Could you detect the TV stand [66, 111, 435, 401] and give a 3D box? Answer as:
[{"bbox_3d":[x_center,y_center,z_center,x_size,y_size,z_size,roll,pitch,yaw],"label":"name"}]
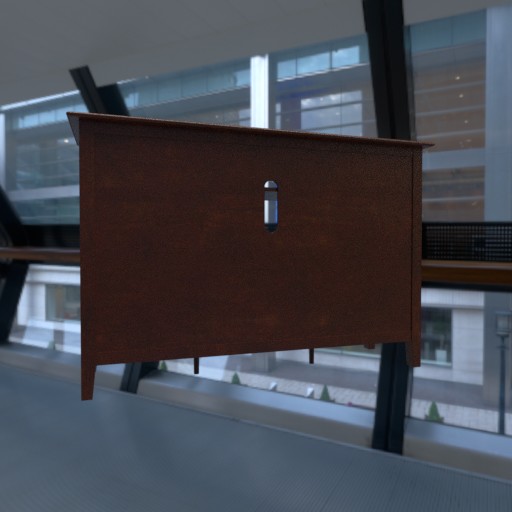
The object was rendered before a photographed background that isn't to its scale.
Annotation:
[{"bbox_3d":[0.000,0.000,1.795,1.372,0.915,0.445,0,1,-18],"label":"TV stand"}]
